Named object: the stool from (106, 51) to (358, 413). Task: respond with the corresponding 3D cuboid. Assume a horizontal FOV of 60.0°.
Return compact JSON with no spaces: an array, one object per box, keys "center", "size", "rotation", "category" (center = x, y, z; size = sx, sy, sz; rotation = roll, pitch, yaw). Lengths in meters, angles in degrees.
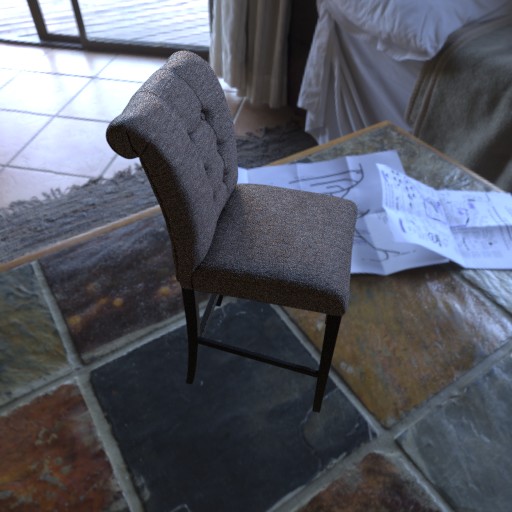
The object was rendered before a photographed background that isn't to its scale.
[{"center":[0.000,0.000,1.459],"size":[0.613,1.131,0.452],"rotation":[9,46,9],"category":"stool"}]
